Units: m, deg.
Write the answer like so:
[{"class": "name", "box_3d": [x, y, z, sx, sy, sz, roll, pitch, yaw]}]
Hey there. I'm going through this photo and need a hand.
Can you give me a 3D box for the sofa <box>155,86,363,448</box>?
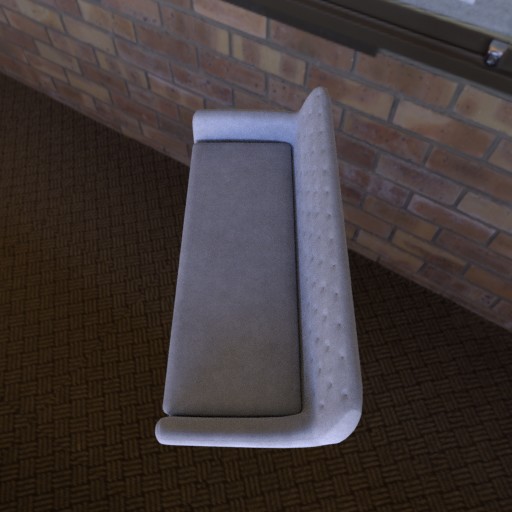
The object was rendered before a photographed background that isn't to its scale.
[{"class": "sofa", "box_3d": [0.000, 0.000, 2.429, 0.830, 0.830, 1.970, 1, 59, 0]}]
